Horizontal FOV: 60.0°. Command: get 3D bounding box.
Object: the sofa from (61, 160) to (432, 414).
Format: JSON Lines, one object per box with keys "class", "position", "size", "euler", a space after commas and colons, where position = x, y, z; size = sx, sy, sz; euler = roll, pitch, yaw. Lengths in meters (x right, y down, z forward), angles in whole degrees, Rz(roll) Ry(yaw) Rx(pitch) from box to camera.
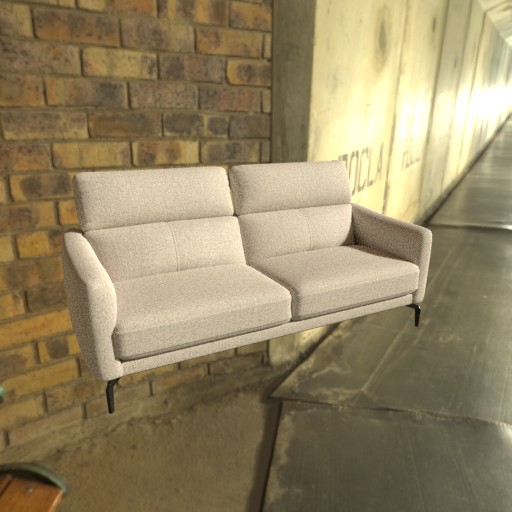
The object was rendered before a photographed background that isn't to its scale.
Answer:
{"class": "sofa", "position": [0.000, 0.000, 2.534], "size": [2.015, 0.956, 0.856], "euler": [-9, 19, -26]}
